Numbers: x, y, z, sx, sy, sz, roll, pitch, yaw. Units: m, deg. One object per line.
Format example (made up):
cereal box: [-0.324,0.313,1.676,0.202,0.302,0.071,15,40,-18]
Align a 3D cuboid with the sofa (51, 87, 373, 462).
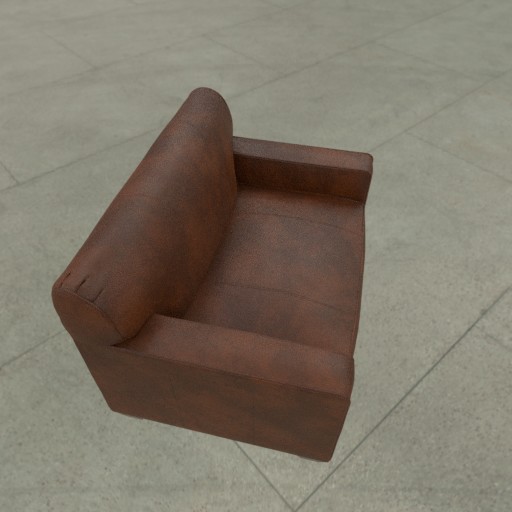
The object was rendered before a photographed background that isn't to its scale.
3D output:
sofa: [0.000,0.000,2.011,1.000,0.956,1.413,10,47,9]
